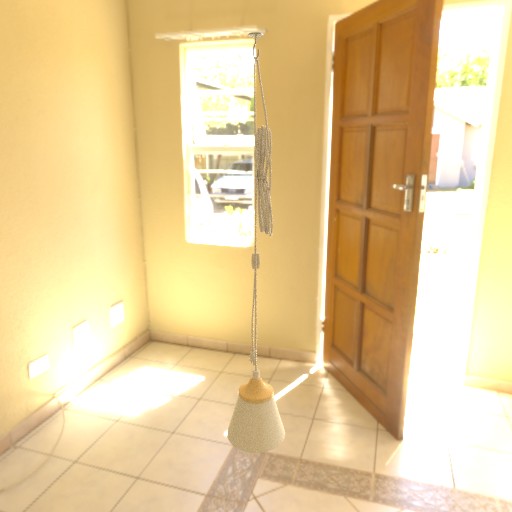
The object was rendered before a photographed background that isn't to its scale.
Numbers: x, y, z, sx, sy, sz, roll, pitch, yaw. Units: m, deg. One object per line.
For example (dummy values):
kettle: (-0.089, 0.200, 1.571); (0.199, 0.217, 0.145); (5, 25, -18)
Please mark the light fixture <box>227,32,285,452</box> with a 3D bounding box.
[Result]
light fixture: (0.000, 0.000, 1.054); (0.153, 0.966, 0.153); (2, 14, 8)
